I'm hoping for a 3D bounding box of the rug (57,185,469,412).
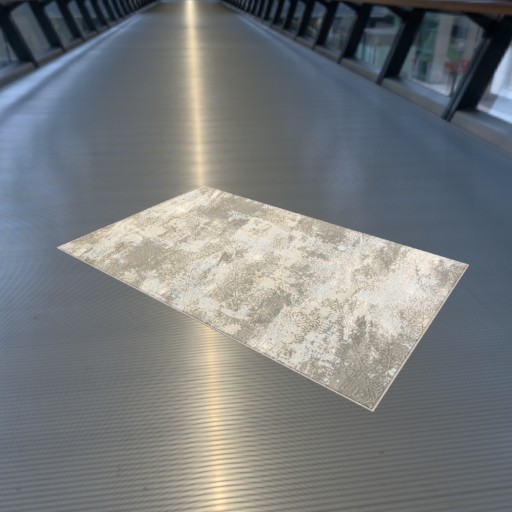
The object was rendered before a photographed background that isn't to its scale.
[{"bbox_3d":[0.000,0.000,3.085,2.431,0.012,1.536,21,36,31],"label":"rug"}]
